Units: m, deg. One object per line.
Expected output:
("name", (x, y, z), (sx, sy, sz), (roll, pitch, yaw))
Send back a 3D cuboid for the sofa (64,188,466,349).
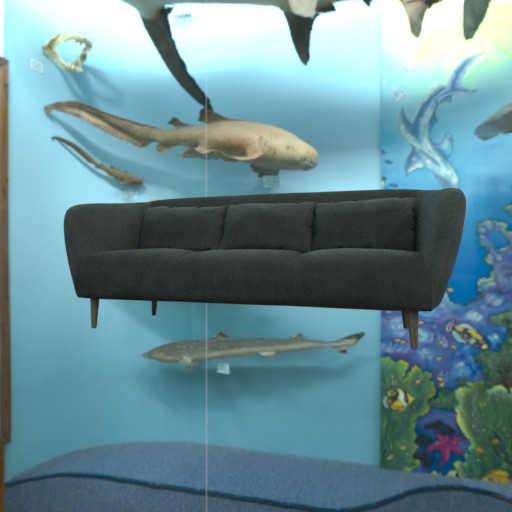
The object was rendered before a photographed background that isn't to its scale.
("sofa", (0.000, 0.000, 2.737), (2.296, 0.875, 0.956), (0, 0, 19))
